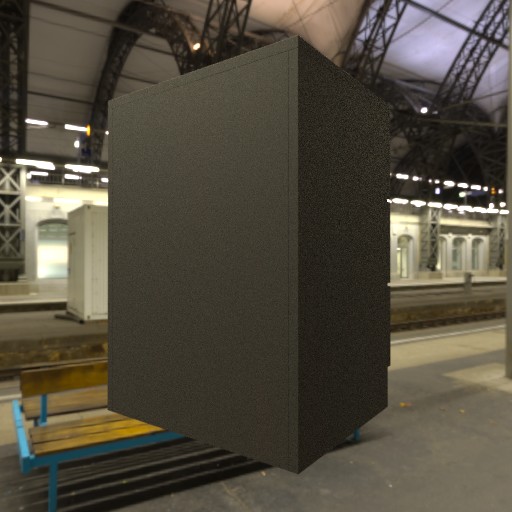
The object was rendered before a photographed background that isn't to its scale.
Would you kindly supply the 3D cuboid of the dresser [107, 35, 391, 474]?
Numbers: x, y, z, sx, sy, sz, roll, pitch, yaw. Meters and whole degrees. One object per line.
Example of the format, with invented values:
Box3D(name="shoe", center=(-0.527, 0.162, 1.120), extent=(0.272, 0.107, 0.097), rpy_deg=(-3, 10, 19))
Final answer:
Box3D(name="dresser", center=(0.000, 0.000, 0.826), extent=(0.400, 0.560, 0.360), rpy_deg=(0, 0, 36))
